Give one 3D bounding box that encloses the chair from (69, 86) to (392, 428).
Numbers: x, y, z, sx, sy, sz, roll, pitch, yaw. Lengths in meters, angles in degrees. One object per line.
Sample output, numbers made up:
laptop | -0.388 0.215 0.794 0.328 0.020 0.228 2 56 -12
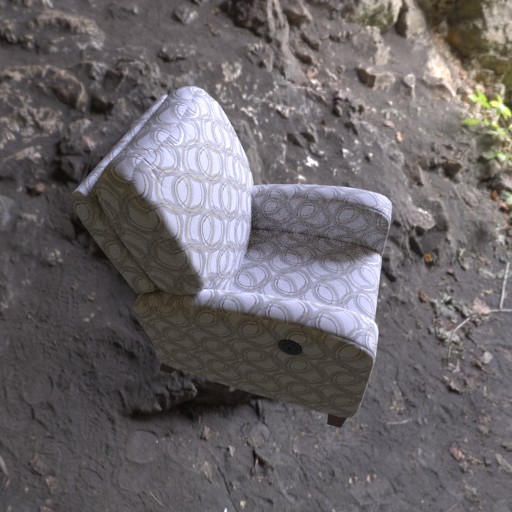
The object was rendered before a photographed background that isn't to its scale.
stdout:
chair | 0.000 0.000 1.747 0.995 1.065 0.796 12 48 11
